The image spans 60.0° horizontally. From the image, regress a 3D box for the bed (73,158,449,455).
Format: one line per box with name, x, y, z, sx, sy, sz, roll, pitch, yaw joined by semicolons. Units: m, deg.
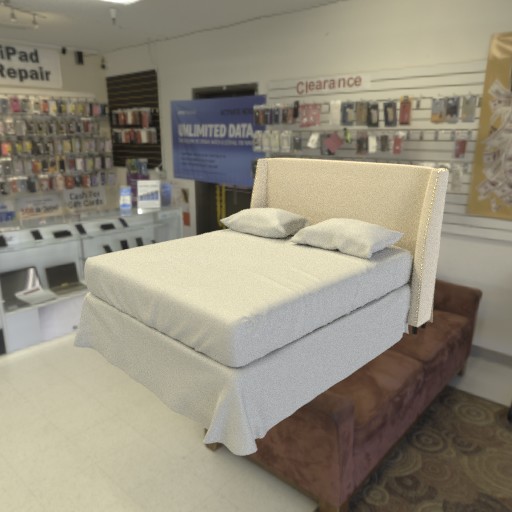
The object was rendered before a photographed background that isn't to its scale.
bed;0.000;0.000;3.397;1.925;1.332;2.276;15;22;42
